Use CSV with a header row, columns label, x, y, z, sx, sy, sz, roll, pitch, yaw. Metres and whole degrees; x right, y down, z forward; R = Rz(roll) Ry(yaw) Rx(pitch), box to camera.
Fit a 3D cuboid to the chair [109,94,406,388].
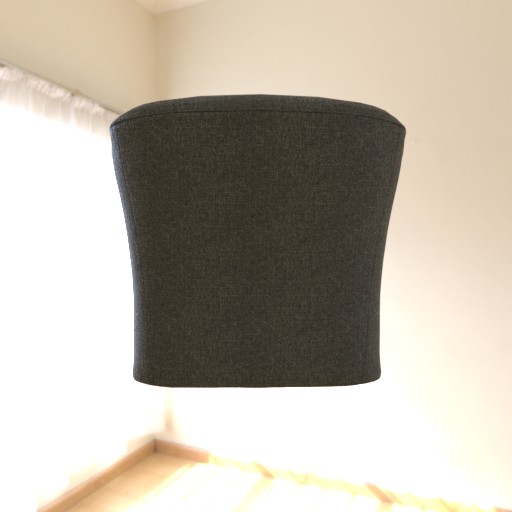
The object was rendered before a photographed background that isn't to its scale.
label,x,y,z,sx,sy,sz,roll,pitch,yaw
chair,0.000,0.000,1.594,0.864,0.856,0.923,0,0,-1
